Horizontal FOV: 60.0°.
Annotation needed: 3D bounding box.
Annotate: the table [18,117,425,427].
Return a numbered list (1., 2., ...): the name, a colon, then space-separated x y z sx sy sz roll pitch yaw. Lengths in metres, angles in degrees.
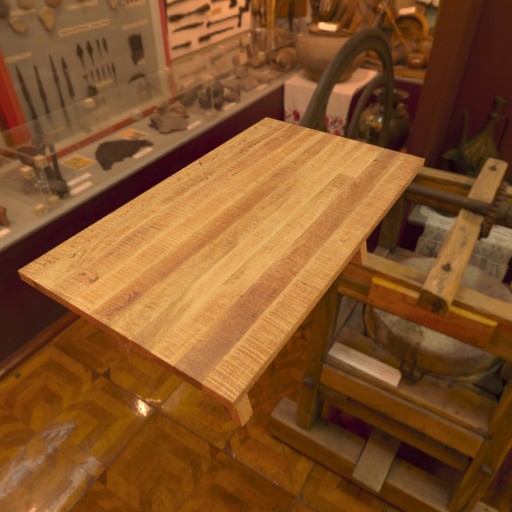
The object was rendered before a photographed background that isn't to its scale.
1. table: 0.000 0.000 1.672 0.760 0.455 1.320 23 45 25
